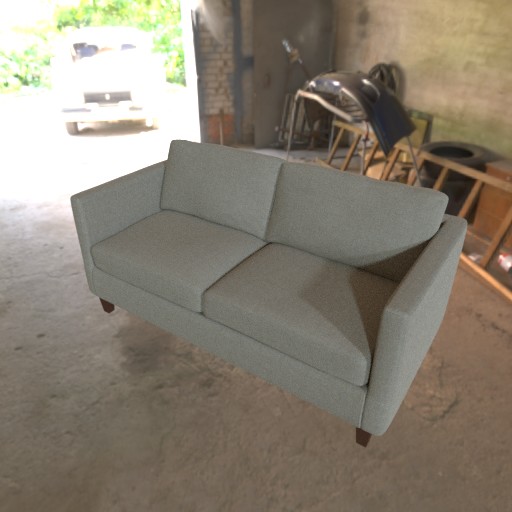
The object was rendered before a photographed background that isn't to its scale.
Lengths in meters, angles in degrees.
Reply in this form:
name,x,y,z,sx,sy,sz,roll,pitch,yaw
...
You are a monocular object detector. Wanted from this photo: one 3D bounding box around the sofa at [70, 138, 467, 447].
name,x,y,z,sx,sy,sz,roll,pitch,yaw
sofa,0.000,0.000,2.407,1.884,0.947,0.951,19,35,29
